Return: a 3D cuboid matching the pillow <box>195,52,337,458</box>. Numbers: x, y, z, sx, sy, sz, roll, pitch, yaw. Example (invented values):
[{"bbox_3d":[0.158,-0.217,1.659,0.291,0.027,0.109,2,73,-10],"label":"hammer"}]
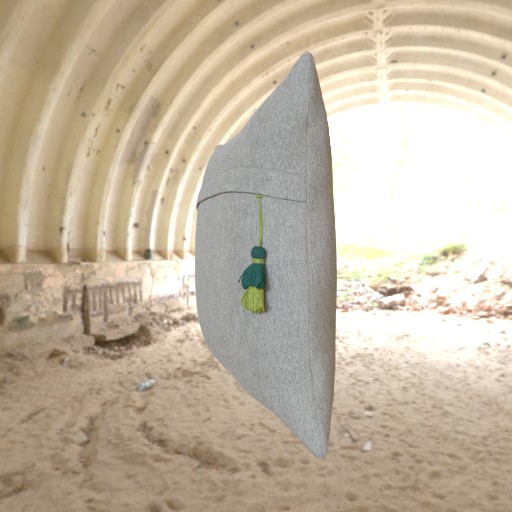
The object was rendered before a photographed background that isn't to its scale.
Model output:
[{"bbox_3d":[0.000,0.000,0.679,0.173,0.436,0.433,0,0,-18],"label":"pillow"}]
